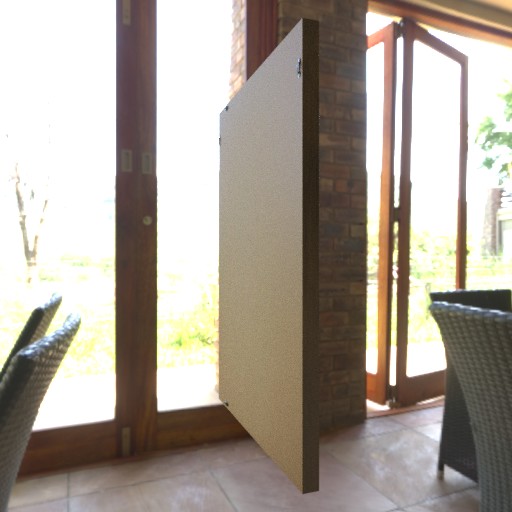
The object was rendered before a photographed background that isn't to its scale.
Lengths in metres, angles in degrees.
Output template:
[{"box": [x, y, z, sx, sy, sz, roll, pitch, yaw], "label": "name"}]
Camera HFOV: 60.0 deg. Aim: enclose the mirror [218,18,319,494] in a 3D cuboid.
[{"box": [0.000, 0.000, 1.142, 0.041, 0.915, 0.609, 0, 0, -20], "label": "mirror"}]
